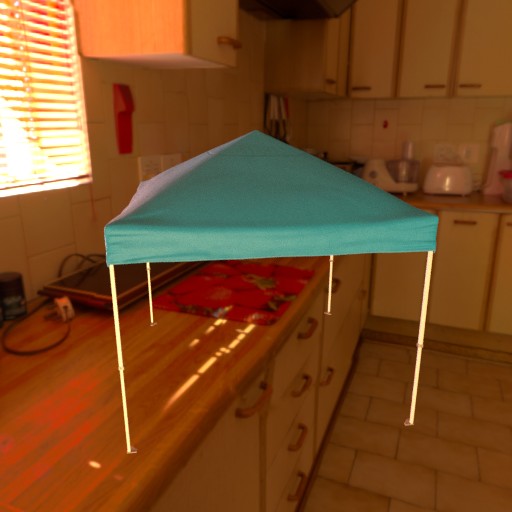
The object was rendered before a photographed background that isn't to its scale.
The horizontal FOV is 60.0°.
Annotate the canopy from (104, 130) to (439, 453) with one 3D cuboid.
[{"bbox_3d":[0.000,0.000,5.486,2.998,2.997,2.996,-2,17,-8],"label":"canopy"}]
